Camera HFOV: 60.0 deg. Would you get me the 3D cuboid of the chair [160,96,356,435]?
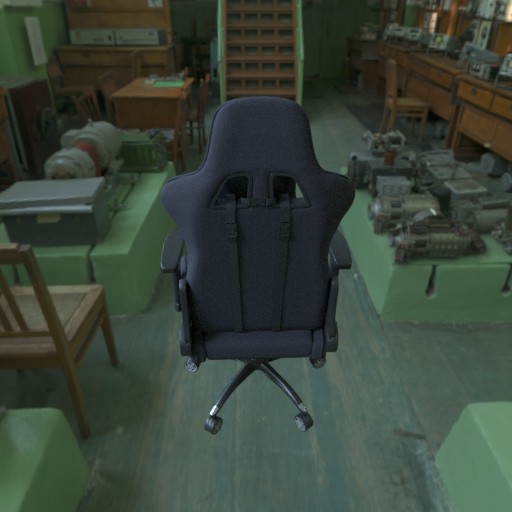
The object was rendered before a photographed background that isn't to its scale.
[{"bbox_3d":[0.000,0.000,1.731,0.730,1.300,0.695,-1,30,-2],"label":"chair"}]
